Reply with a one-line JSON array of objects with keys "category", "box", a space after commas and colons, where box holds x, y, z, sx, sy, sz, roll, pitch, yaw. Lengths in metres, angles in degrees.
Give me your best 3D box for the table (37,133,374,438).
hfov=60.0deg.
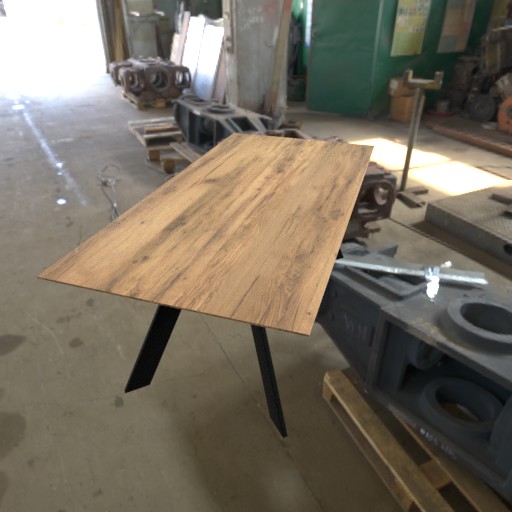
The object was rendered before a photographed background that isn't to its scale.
[{"category": "table", "box": [0.000, 0.000, 2.473, 1.000, 0.770, 2.000, 10, 32, 16]}]
